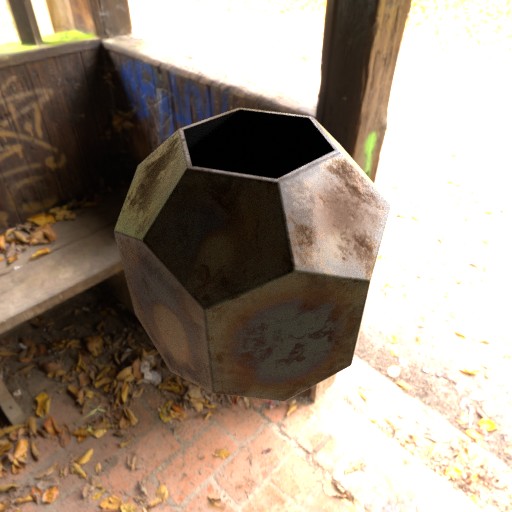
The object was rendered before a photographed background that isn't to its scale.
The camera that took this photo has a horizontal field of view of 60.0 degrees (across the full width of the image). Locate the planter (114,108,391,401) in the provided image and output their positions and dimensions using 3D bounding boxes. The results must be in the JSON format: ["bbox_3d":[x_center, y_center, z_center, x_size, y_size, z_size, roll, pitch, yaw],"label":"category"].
[{"bbox_3d":[0.000,0.000,0.423,0.221,0.238,0.243,11,41,13],"label":"planter"}]
